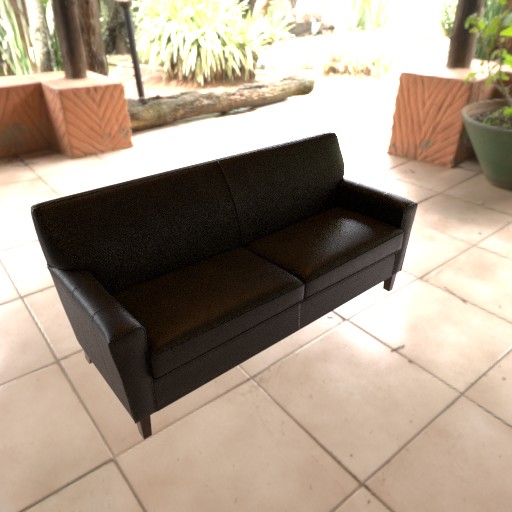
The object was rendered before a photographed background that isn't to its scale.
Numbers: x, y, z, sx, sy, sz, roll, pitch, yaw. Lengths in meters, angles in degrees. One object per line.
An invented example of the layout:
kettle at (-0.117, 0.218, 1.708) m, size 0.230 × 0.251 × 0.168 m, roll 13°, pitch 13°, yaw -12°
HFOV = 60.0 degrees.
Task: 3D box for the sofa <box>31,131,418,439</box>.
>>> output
sofa at (0.000, 0.000, 2.552) m, size 2.053 × 0.947 × 0.805 m, roll -23°, pitch 37°, yaw -33°
